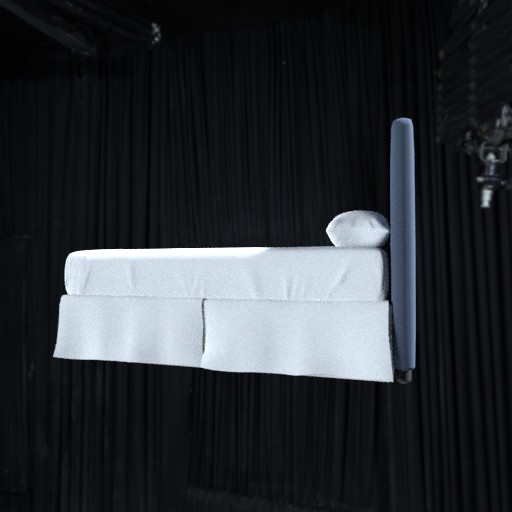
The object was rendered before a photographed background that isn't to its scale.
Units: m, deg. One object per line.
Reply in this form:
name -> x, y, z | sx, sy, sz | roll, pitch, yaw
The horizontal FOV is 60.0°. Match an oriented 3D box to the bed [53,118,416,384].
bed -> 0.000, 0.000, 3.237 | 2.162, 1.330, 1.713 | 0, -1, 18
